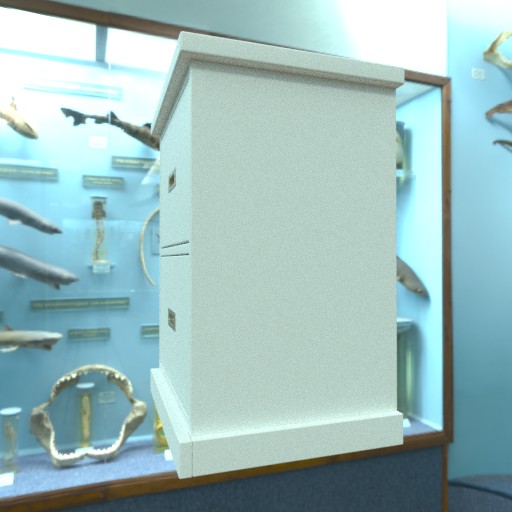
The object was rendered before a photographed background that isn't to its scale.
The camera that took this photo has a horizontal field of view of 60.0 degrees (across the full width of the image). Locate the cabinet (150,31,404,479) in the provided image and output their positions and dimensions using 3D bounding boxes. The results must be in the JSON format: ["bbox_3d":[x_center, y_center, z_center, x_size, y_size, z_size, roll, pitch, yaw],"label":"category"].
[{"bbox_3d":[0.000,0.000,1.026,0.431,0.723,0.520,0,-1,-18],"label":"cabinet"}]
